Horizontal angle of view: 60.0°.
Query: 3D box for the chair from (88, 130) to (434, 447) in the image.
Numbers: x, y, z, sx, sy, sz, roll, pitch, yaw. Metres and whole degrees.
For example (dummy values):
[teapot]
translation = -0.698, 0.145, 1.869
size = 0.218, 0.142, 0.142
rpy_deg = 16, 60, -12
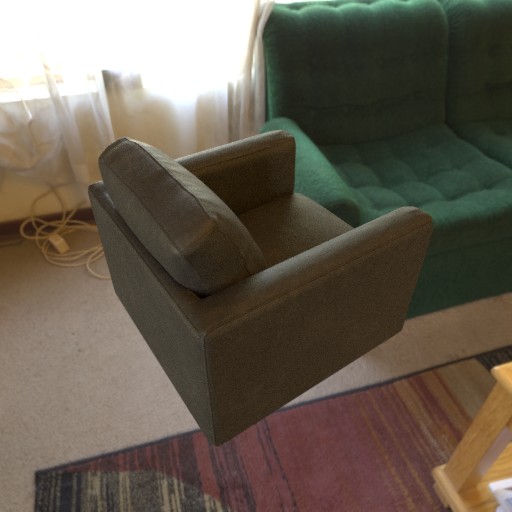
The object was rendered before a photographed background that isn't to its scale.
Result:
[chair]
translation = 0.000, 0.000, 1.603
size = 0.879, 0.898, 0.831
rpy_deg = -24, 46, -26
